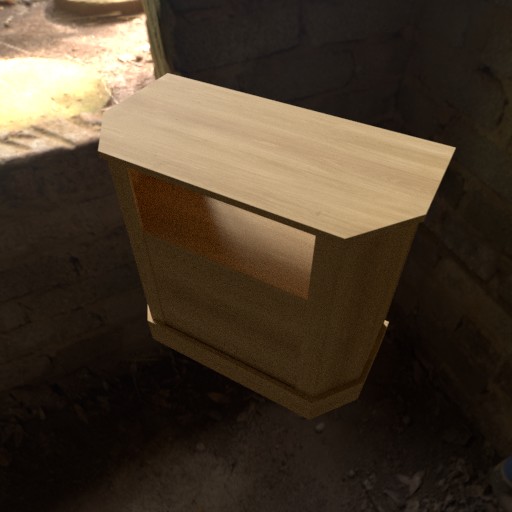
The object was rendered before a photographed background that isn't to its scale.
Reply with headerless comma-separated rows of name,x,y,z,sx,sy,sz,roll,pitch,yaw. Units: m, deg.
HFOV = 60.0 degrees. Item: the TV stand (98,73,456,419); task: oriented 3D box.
TV stand,0.000,0.000,1.347,0.851,0.781,0.425,22,50,20
